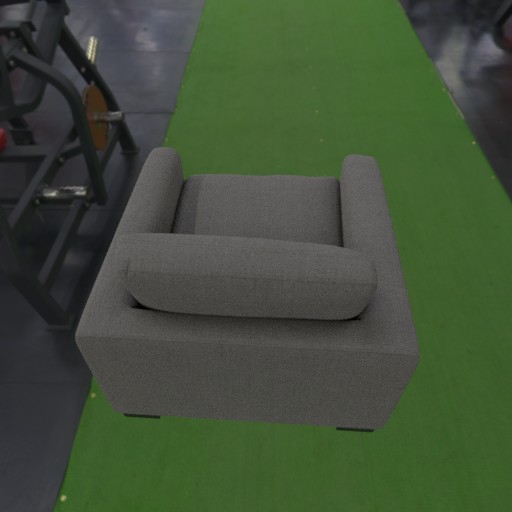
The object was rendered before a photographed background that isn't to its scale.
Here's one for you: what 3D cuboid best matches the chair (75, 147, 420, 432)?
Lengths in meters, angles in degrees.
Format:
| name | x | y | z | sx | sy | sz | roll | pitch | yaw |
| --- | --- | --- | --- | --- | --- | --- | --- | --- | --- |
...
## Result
| name | x | y | z | sx | sy | sz | roll | pitch | yaw |
| --- | --- | --- | --- | --- | --- | --- | --- | --- | --- |
| chair | 0.000 | 0.000 | 1.840 | 1.070 | 0.847 | 1.100 | 3 | 47 | 3 |
